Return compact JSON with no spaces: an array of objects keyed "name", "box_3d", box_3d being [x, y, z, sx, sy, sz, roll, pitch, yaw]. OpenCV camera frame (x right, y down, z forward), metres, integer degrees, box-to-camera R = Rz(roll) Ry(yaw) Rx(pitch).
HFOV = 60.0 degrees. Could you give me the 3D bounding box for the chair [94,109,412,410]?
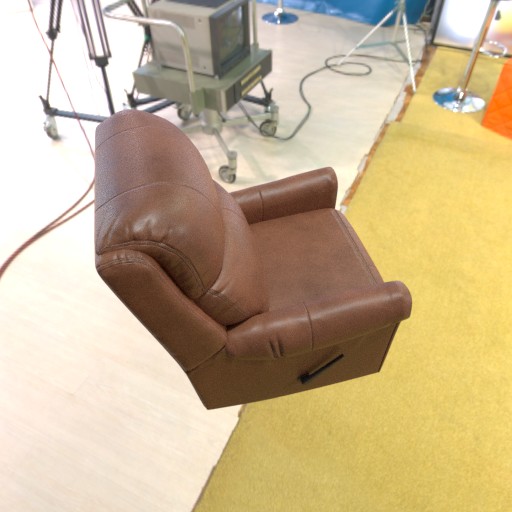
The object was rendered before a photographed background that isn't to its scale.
[{"name":"chair","box_3d":[0.000,0.000,1.751,1.014,1.054,0.838,-10,47,-10]}]
